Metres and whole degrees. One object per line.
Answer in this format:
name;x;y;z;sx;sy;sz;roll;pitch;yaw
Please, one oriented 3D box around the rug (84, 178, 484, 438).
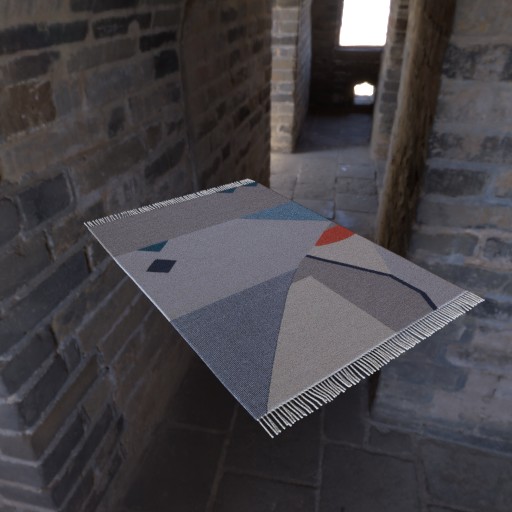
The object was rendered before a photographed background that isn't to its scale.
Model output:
rug;0.000;0.000;2.315;1.220;0.005;1.828;-21;37;-30
